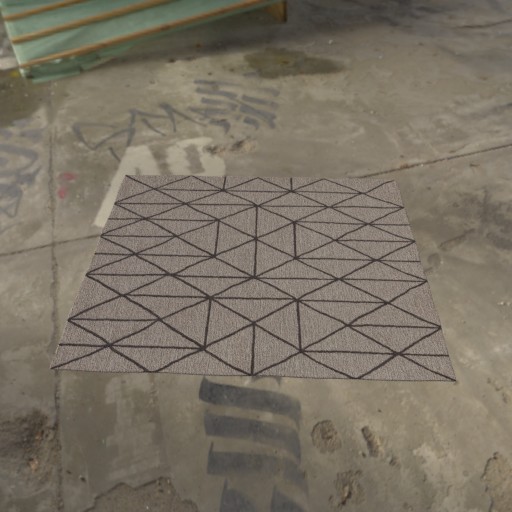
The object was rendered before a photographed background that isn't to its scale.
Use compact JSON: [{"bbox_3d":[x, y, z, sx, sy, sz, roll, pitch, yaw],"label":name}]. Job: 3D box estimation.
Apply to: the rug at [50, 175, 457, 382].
[{"bbox_3d":[0.000,0.000,4.134,3.061,0.022,2.468,1,46,1],"label":"rug"}]
